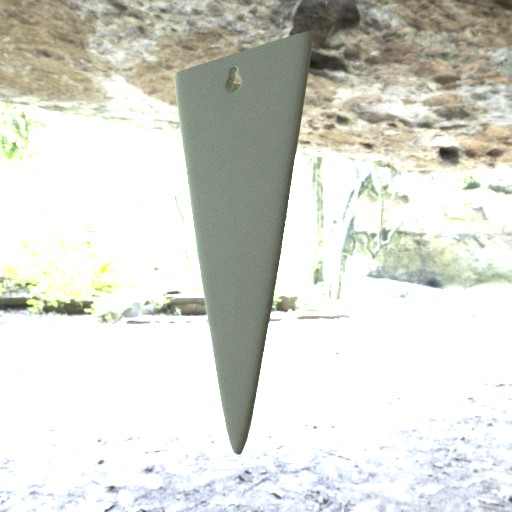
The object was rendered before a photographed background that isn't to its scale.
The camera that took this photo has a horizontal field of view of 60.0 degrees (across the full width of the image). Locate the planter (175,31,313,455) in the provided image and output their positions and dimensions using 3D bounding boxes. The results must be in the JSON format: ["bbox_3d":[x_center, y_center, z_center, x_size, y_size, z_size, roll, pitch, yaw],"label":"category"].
[{"bbox_3d":[0.000,0.000,0.397,0.143,0.338,0.065,1,2,35],"label":"planter"}]
